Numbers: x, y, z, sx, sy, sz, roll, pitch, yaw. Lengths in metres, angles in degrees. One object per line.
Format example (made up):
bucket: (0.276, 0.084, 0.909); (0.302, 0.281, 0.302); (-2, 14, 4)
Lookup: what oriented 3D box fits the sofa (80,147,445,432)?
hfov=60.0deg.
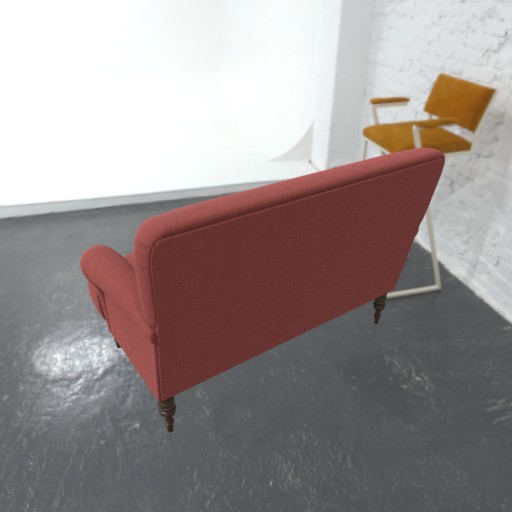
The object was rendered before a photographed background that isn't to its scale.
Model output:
sofa: (0.000, 0.000, 1.821); (1.297, 0.889, 0.779); (-19, 36, -29)
